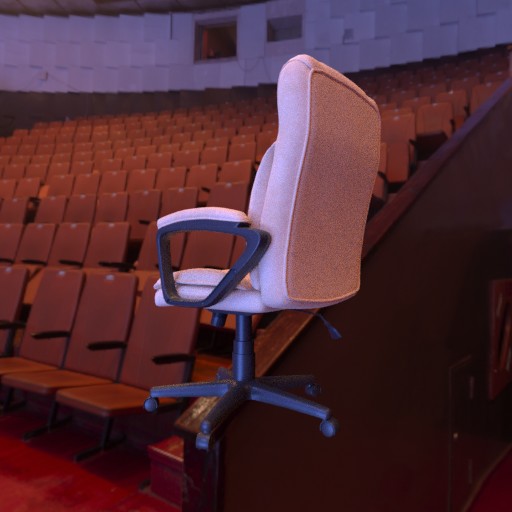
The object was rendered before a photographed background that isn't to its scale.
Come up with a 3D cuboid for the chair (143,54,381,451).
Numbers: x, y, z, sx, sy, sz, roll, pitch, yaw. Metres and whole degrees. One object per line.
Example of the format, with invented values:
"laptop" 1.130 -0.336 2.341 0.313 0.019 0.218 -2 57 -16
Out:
"chair" 0.000 0.000 1.537 0.724 1.105 0.667 0 0 37
